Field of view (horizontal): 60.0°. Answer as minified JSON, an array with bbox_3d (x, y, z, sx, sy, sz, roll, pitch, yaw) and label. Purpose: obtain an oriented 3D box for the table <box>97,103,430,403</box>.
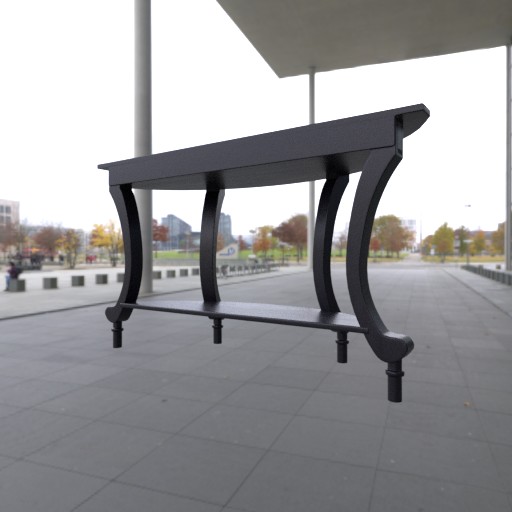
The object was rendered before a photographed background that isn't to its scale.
[{"bbox_3d":[0.000,0.000,1.500,1.198,0.692,0.394,0,0,35],"label":"table"}]
